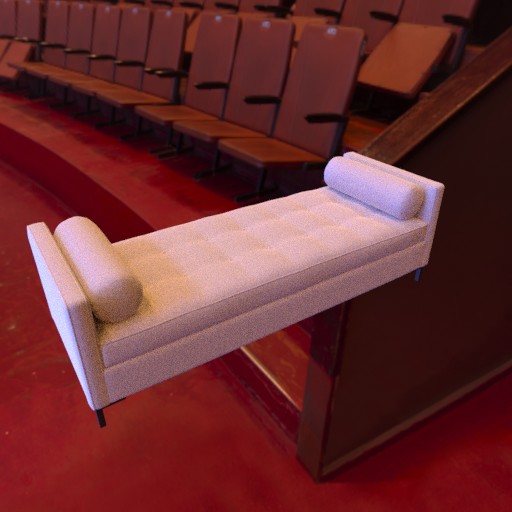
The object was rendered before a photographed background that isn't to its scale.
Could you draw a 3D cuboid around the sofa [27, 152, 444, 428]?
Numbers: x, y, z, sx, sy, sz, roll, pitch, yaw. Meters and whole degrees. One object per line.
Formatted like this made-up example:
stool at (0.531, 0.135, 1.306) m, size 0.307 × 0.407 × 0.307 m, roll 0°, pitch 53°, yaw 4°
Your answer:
sofa at (0.000, 0.000, 2.326) m, size 1.985 × 0.641 × 0.746 m, roll -18°, pitch 35°, yaw -28°
